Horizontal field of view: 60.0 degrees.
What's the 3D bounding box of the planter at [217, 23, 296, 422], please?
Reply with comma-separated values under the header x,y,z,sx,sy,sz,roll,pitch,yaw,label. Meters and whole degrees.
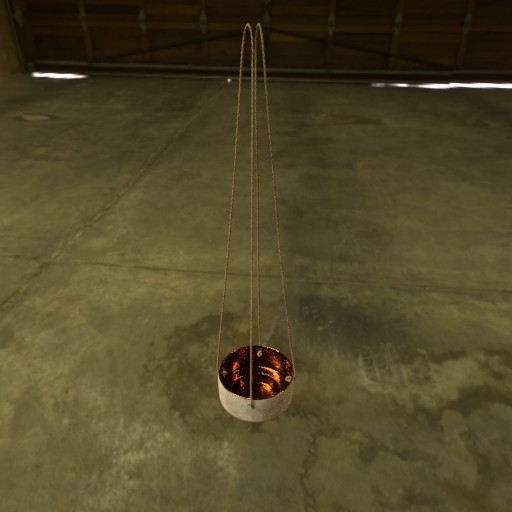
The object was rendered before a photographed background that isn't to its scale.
x,y,z,sx,sy,sz,roll,pitch,yaw,label
0.000,0.000,1.108,0.223,1.030,0.223,-21,36,-32,planter
